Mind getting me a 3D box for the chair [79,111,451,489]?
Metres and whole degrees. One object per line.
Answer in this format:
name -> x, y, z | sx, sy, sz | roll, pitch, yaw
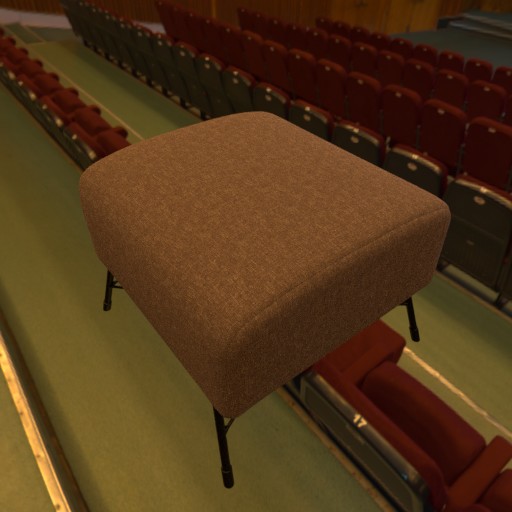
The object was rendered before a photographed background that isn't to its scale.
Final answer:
chair -> 0.000, 0.000, 0.899 | 0.530, 0.410, 0.530 | -27, 47, -28
